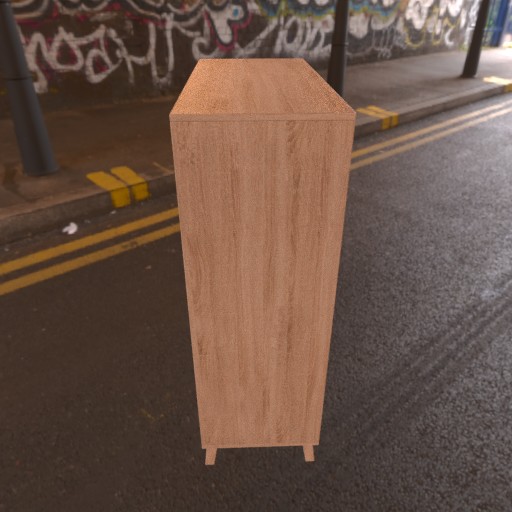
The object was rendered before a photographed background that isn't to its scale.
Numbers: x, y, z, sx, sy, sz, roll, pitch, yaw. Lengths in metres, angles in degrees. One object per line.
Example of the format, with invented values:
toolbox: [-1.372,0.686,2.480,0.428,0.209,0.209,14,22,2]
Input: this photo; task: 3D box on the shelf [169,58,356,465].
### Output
shelf: [0.000,0.000,1.844,0.450,1.390,1.000,-1,31,-2]
